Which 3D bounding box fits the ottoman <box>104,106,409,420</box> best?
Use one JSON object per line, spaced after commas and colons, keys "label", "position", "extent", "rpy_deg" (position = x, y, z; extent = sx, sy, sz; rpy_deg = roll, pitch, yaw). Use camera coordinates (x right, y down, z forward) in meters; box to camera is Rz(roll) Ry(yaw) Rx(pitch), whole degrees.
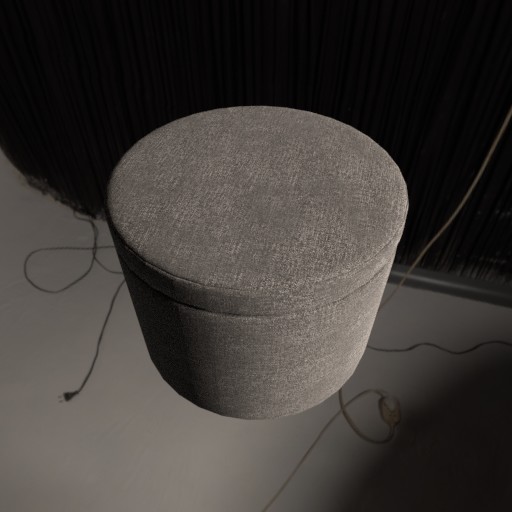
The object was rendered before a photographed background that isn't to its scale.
{"label": "ottoman", "position": [0.000, 0.000, 0.874], "extent": [0.500, 0.419, 0.500], "rpy_deg": [0, 46, 0]}
